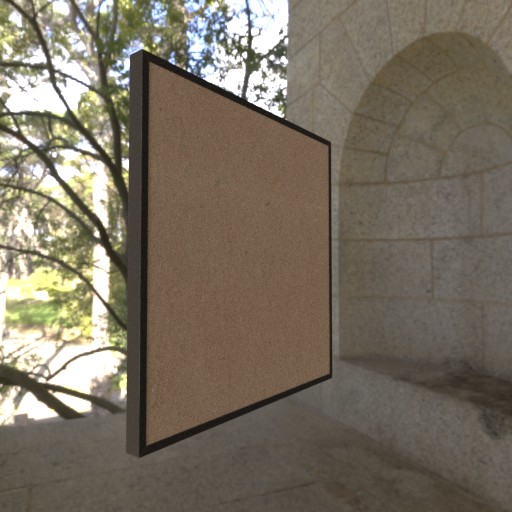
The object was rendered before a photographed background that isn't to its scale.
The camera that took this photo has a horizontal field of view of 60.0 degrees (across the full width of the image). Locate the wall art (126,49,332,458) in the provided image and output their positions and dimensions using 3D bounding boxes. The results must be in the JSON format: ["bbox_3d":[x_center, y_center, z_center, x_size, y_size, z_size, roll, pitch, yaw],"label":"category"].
[{"bbox_3d":[0.000,0.000,1.139,0.038,0.762,0.762,-1,-2,37],"label":"wall art"}]
